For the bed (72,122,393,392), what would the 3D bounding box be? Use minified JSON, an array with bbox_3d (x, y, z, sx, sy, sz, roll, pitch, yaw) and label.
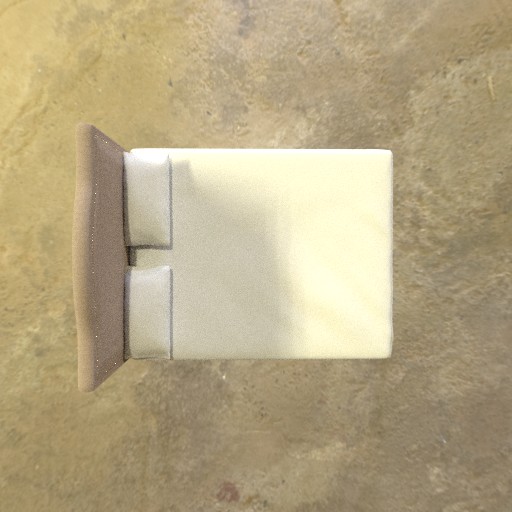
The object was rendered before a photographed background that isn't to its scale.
[{"bbox_3d":[0.000,0.000,3.438,2.282,1.436,1.821,0,91,-1],"label":"bed"}]
